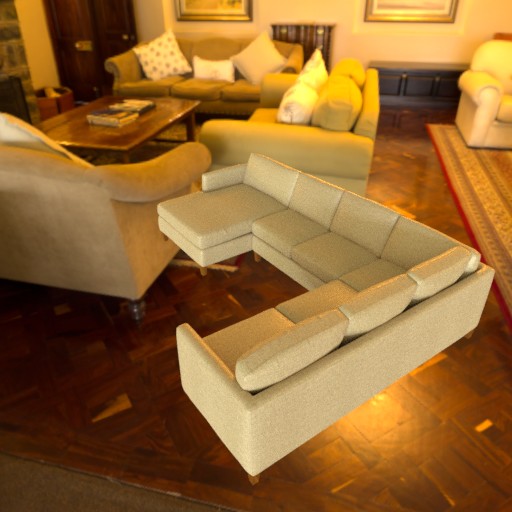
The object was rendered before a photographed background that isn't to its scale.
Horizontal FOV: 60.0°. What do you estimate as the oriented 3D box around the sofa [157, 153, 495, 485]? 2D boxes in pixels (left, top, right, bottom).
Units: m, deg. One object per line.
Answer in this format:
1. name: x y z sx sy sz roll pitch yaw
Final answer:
1. sofa: 0.000 0.000 4.429 2.594 0.961 3.460 -20 36 -30
